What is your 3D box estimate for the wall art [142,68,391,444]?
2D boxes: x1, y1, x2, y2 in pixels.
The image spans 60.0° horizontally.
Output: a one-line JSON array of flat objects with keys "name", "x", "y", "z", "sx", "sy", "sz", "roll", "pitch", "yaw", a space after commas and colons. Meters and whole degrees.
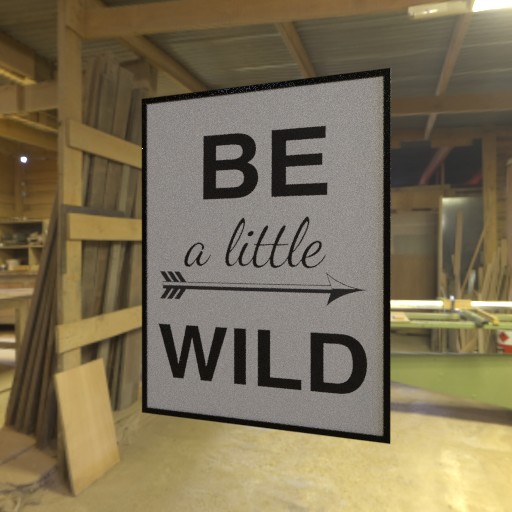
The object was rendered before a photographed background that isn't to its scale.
[{"name": "wall art", "x": 0.000, "y": 0.000, "z": 0.760, "sx": 0.442, "sy": 0.582, "sz": 0.013, "roll": 0, "pitch": 0, "yaw": 18}]
